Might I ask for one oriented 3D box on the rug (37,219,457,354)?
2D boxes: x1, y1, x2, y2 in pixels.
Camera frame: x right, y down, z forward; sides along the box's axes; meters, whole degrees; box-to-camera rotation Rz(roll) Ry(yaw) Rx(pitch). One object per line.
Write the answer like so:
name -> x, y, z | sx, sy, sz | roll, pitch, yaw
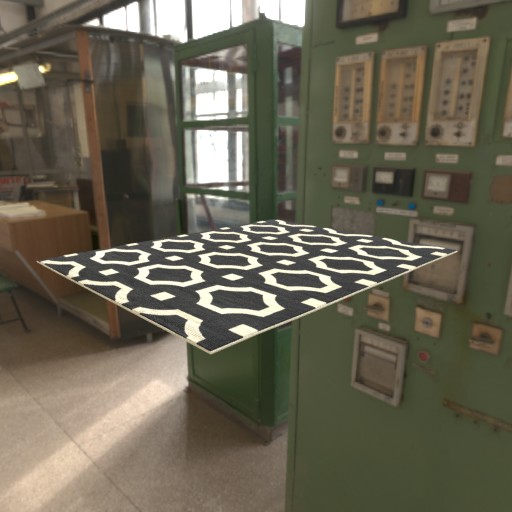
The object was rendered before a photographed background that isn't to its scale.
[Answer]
rug -> 0.000, 0.000, 4.115 | 3.049, 0.021, 2.466 | -14, 20, -43
